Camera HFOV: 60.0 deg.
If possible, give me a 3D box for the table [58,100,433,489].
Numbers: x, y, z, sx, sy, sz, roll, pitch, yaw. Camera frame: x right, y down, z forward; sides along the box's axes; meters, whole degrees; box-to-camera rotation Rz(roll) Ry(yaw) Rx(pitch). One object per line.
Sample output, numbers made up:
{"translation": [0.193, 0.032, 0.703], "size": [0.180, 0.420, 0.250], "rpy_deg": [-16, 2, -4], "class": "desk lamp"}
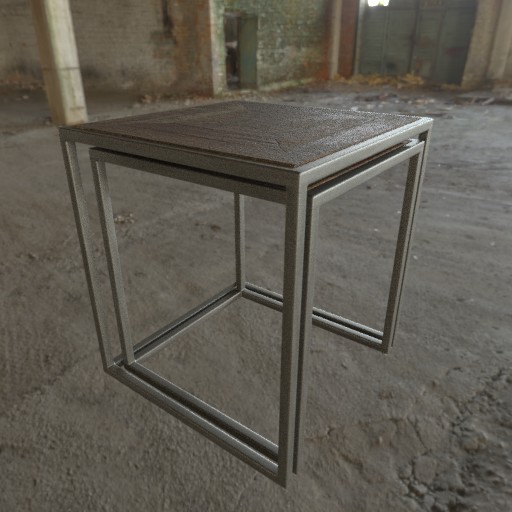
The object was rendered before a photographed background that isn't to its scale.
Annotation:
{"translation": [0.000, 0.000, 0.849], "size": [0.449, 0.500, 0.450], "rpy_deg": [18, 31, 32], "class": "table"}
